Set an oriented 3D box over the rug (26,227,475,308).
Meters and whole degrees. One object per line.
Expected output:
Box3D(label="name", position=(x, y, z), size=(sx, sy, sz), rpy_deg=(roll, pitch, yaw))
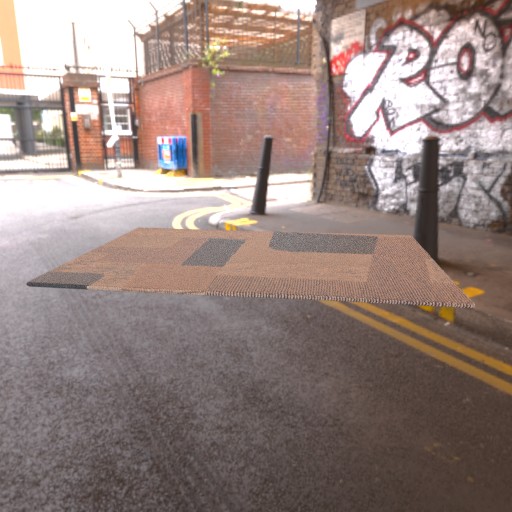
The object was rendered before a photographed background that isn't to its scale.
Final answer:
Box3D(label="rug", position=(0.000, 0.000, 2.384), size=(1.847, 0.020, 1.238), rpy_deg=(2, 15, 8))
